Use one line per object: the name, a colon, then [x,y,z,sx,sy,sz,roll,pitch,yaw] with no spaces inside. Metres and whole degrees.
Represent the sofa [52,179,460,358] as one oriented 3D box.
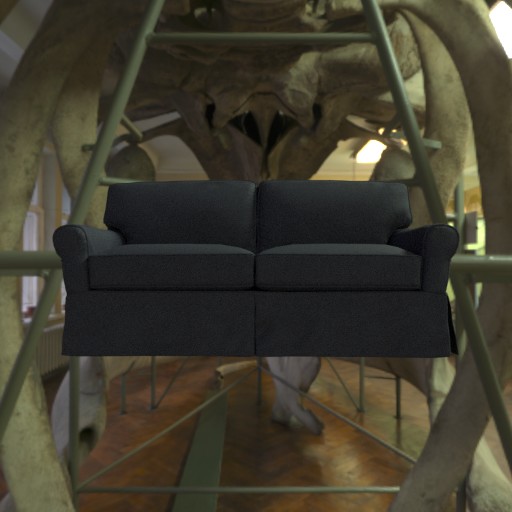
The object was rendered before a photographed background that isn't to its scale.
sofa: [0.000,0.000,2.837,2.256,1.094,0.983,0,-1,1]
